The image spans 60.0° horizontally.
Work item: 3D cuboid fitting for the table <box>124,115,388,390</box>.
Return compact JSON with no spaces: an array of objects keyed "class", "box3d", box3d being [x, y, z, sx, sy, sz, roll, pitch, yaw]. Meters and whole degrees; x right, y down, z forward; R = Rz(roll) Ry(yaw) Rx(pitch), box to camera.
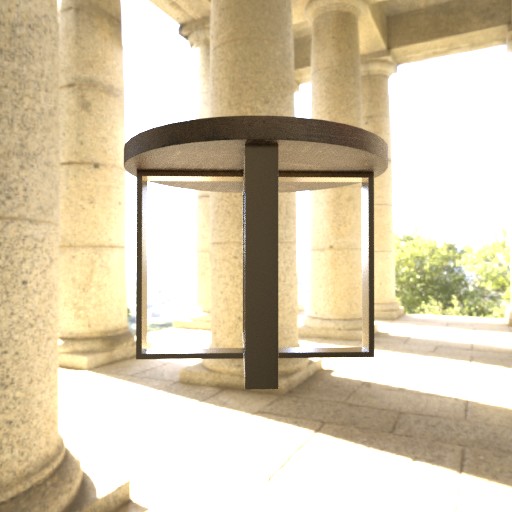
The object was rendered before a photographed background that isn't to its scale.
[{"class":"table","box3d":[0.000,0.000,0.974,0.557,0.437,0.557,0,-1,0]}]
